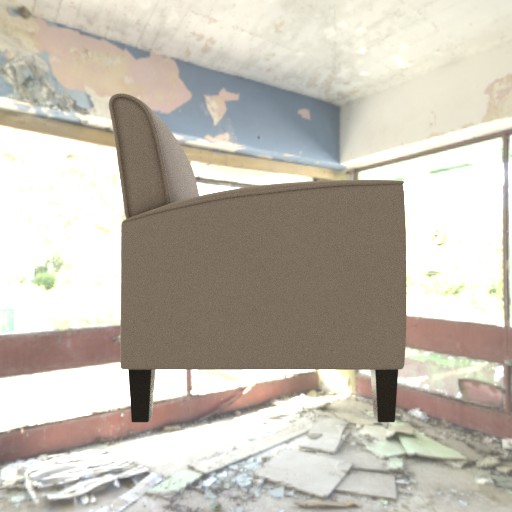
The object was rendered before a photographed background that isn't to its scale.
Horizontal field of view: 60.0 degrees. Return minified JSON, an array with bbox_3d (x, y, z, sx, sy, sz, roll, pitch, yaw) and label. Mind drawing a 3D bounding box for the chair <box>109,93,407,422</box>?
[{"bbox_3d":[0.000,0.000,1.576,0.820,0.915,0.820,0,-2,0],"label":"chair"}]
